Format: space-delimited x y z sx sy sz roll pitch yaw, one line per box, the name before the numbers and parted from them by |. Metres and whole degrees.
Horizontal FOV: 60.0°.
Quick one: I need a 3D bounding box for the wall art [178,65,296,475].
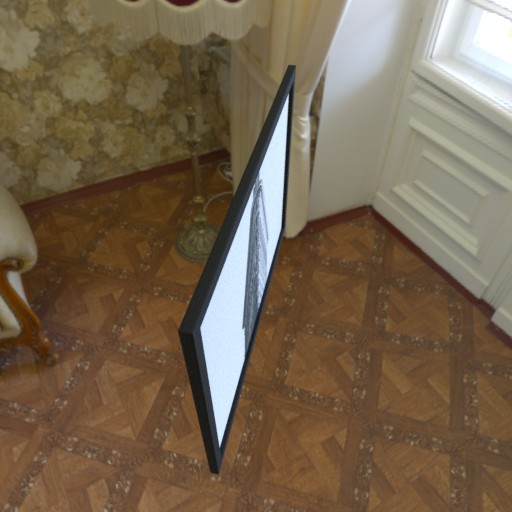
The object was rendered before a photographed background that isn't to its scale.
wall art | 0.000 0.000 1.237 0.049 0.659 0.964 11 48 10
